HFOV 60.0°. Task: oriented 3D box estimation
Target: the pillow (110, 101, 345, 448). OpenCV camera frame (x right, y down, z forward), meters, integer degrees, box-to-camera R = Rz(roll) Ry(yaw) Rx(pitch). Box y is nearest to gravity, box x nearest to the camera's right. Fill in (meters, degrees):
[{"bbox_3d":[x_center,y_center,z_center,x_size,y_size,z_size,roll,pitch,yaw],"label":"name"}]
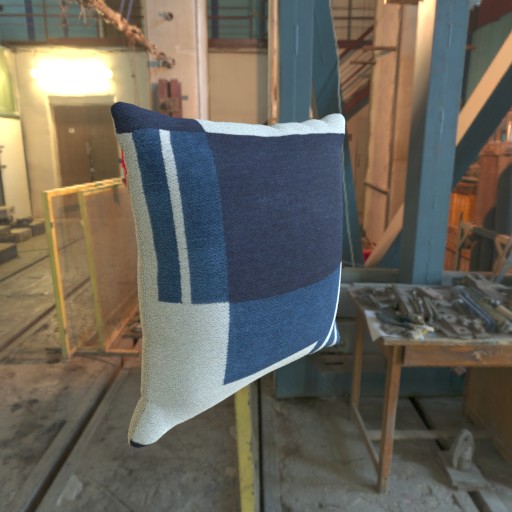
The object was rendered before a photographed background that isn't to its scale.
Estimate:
[{"bbox_3d":[0.000,0.000,0.788,0.229,0.506,0.536,13,19,43],"label":"pillow"}]
